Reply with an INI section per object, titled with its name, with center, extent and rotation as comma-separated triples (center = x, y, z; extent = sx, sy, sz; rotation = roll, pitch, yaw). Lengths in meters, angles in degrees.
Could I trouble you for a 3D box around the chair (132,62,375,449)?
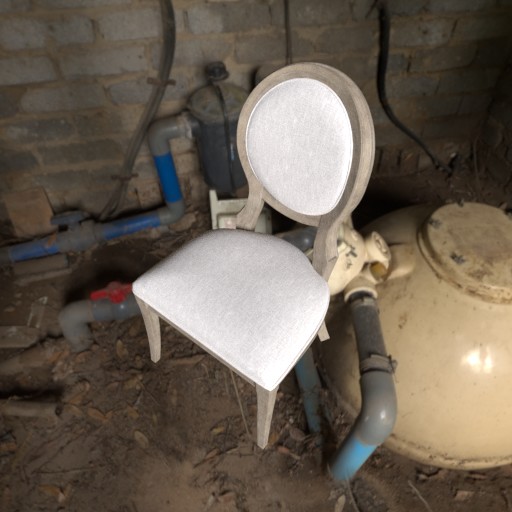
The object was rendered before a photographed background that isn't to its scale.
[chair]
center = 0.000, 0.000, 1.360
extent = 0.558, 0.990, 0.602
rotation = 30, 54, 25
